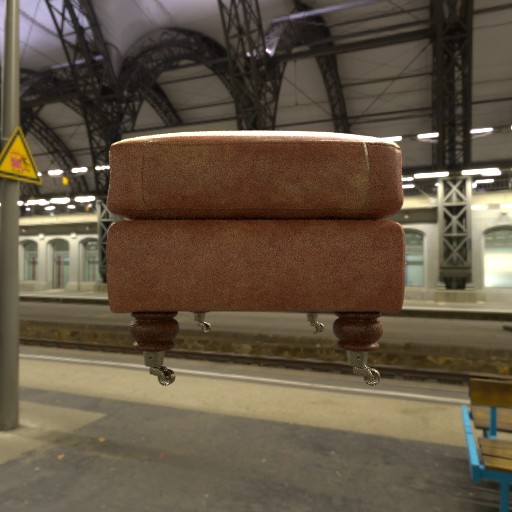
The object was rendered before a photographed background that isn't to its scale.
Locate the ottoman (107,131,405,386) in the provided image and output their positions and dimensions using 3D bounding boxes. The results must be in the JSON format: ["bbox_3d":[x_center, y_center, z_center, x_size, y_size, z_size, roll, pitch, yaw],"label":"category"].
[{"bbox_3d":[0.000,0.000,1.195,0.565,0.507,0.852,0,-1,0],"label":"ottoman"}]
